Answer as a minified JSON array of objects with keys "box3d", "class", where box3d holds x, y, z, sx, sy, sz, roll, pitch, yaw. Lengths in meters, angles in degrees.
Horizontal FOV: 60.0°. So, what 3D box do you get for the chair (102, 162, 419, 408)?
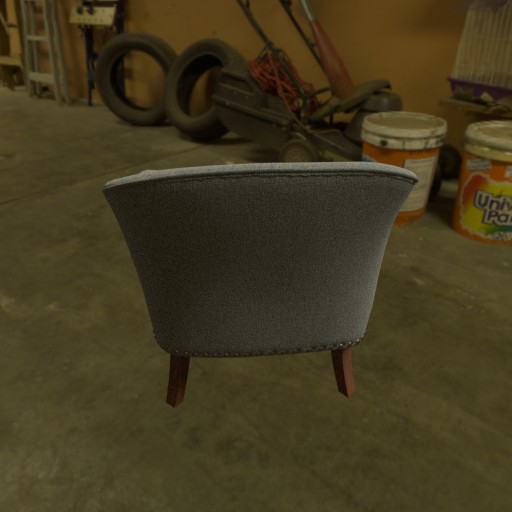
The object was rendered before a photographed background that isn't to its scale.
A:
[{"box3d":[0.000,0.000,1.414,0.798,0.815,0.704,-2,29,-3],"class":"chair"}]
